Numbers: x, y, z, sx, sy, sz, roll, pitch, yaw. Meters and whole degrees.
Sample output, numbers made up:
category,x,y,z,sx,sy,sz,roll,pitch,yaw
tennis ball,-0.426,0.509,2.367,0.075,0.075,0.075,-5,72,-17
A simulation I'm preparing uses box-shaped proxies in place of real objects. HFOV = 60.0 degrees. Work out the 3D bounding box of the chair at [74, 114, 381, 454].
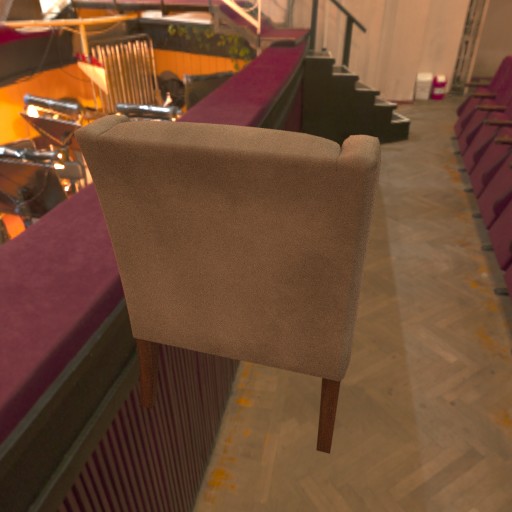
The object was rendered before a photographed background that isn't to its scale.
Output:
category,x,y,z,sx,sy,sz,roll,pitch,yaw
chair,0.000,0.000,1.315,0.629,0.895,0.629,9,33,14
